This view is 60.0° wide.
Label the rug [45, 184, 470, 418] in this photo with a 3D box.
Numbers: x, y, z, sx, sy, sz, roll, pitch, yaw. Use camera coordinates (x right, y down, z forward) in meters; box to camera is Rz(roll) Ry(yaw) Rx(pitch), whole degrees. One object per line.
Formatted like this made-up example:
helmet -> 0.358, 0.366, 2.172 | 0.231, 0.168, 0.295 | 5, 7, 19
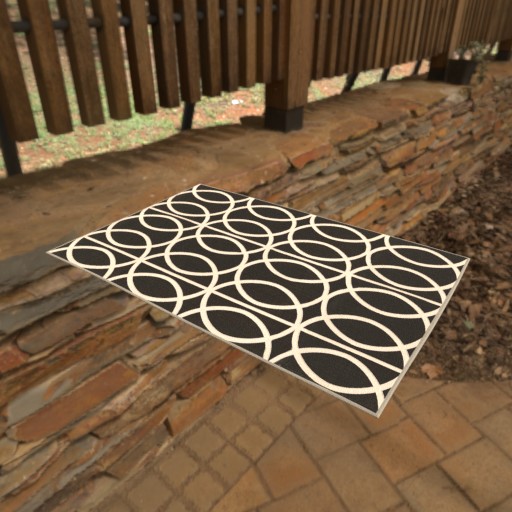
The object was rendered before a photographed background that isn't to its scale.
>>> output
rug -> 0.000, 0.000, 2.855 | 2.294, 0.014, 1.528 | 20, 35, 30
